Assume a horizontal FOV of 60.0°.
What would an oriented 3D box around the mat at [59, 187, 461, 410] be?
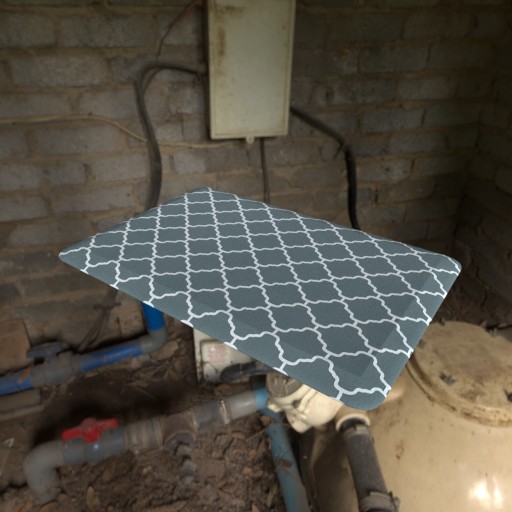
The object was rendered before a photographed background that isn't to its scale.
[{"bbox_3d":[0.000,0.000,0.977,0.762,0.021,0.508,20,36,30],"label":"mat"}]
